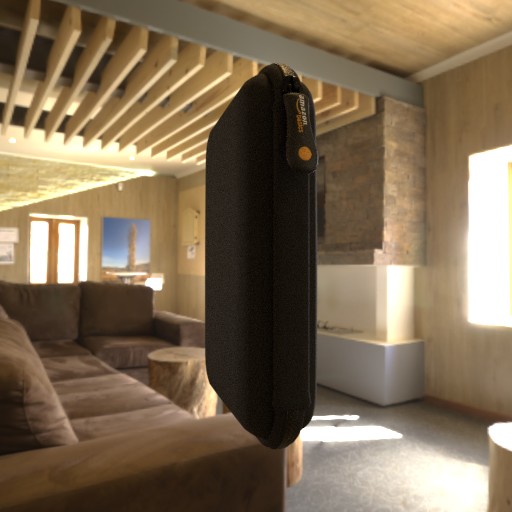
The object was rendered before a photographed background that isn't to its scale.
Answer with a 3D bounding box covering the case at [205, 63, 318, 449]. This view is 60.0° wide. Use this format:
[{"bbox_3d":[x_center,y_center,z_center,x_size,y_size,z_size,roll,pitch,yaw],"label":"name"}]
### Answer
[{"bbox_3d":[0.000,0.000,0.193,0.030,0.147,0.107,0,-1,-17],"label":"case"}]
